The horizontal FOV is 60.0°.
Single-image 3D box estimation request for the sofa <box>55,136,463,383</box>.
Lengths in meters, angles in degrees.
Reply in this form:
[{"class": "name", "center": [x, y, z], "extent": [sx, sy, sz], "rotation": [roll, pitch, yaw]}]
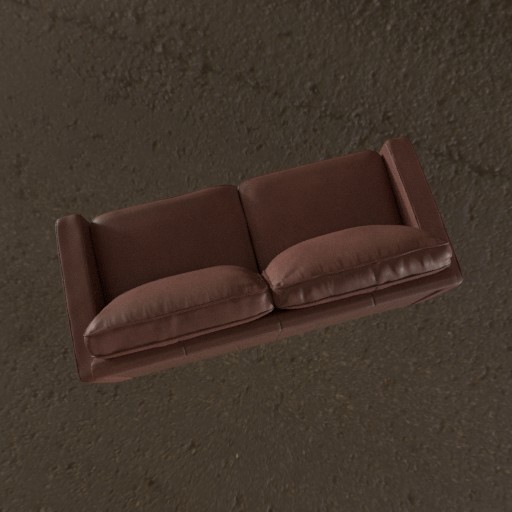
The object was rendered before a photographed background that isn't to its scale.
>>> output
[{"class": "sofa", "center": [0.000, 0.000, 2.514], "extent": [2.080, 0.919, 0.940], "rotation": [-14, 75, -4]}]
